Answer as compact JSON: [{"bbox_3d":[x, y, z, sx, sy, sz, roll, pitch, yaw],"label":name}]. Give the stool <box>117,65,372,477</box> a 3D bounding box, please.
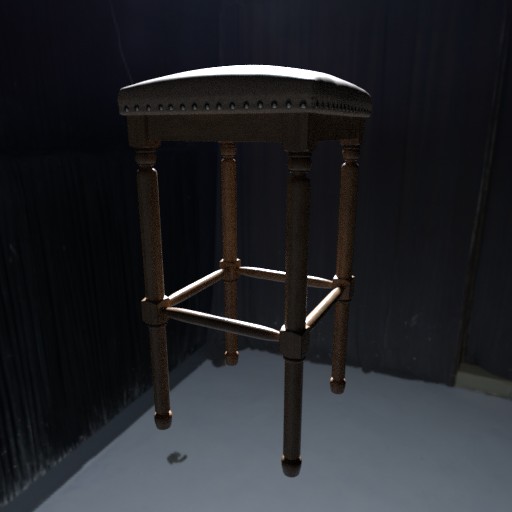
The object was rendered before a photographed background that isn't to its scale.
[{"bbox_3d":[0.000,0.000,0.976,0.383,0.768,0.382,8,18,26],"label":"stool"}]
